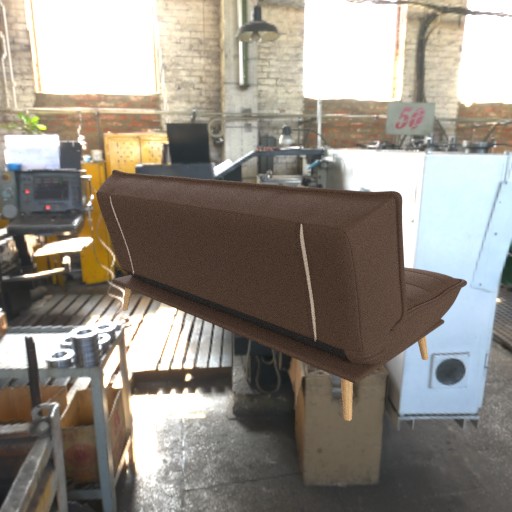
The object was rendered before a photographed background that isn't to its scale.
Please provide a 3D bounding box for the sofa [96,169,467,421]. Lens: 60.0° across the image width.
[{"bbox_3d":[0.000,0.000,2.446,1.940,0.890,0.950,13,19,43],"label":"sofa"}]
